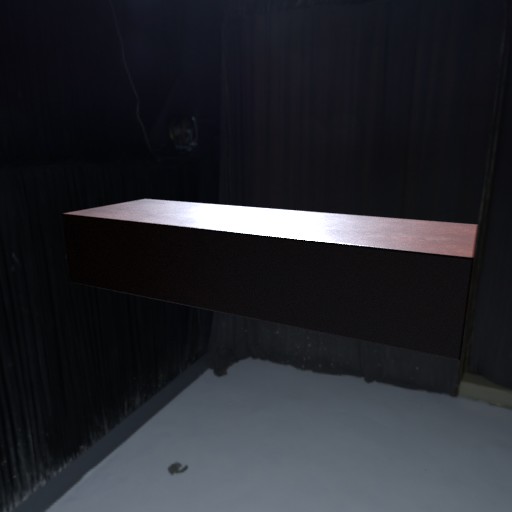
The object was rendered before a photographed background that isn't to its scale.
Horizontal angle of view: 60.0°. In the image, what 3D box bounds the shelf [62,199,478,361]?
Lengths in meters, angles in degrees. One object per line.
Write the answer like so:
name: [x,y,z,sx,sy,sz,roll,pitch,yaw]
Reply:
shelf: [0.000,0.000,0.521,0.457,0.088,0.152,7,17,26]
